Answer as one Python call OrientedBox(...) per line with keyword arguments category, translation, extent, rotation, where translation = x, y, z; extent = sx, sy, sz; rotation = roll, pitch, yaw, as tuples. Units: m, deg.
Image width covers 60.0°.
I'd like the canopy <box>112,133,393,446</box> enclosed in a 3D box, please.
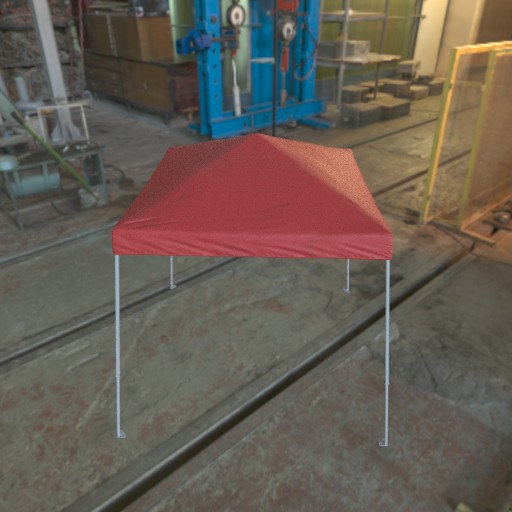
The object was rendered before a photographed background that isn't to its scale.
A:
OrientedBox(category="canopy", translation=(0.000, 0.000, 6.514), extent=(3.600, 3.600, 3.599), rotation=(1, 31, 2))
